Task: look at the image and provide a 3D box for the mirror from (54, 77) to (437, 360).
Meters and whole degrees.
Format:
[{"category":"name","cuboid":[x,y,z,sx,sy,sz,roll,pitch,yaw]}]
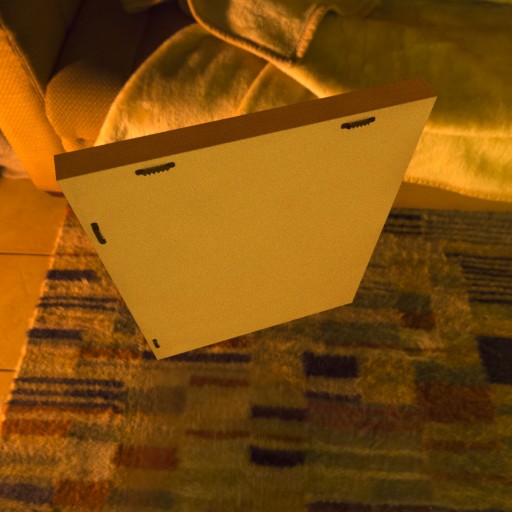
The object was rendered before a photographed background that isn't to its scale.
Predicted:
[{"category":"mirror","cuboid":[0.000,0.000,0.674,0.406,0.509,0.041,-15,59,-9]}]
